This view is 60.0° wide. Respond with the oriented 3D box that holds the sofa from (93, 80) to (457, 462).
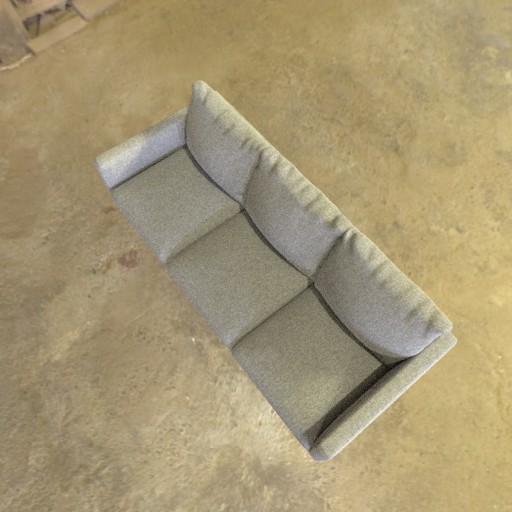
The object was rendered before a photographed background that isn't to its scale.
[{"bbox_3d":[0.000,0.000,2.439,0.850,0.830,2.000,-36,69,-16],"label":"sofa"}]
